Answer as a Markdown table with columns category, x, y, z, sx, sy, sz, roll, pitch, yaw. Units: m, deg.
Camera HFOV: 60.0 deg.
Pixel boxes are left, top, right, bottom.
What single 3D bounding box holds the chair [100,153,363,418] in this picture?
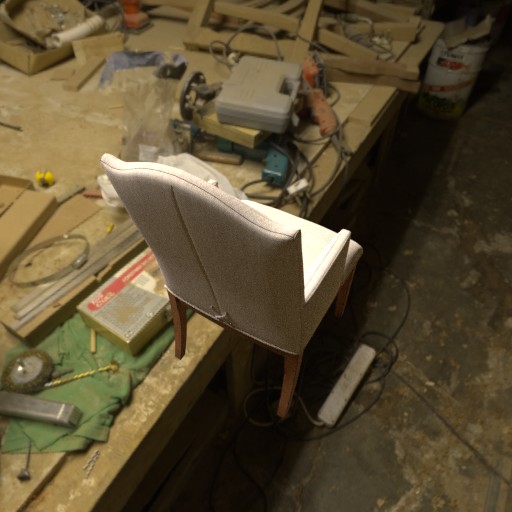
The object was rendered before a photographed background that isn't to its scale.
| category | x | y | z | sx | sy | sz | roll | pitch | yaw |
| --- | --- | --- | --- | --- | --- | --- | --- | --- | --- |
| chair | 0.000 | 0.000 | 1.403 | 0.533 | 1.016 | 0.641 | 23 | 51 | 21 |
